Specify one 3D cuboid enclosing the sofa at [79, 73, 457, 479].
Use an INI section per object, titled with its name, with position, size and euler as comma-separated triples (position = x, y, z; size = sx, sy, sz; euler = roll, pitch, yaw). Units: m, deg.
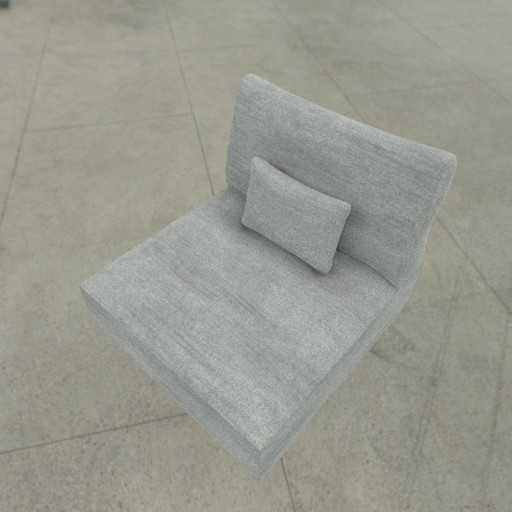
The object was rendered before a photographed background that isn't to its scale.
[sofa]
position = 0.000, 0.000, 1.659
size = 0.930, 0.820, 1.000
euler = 33, 55, 27
